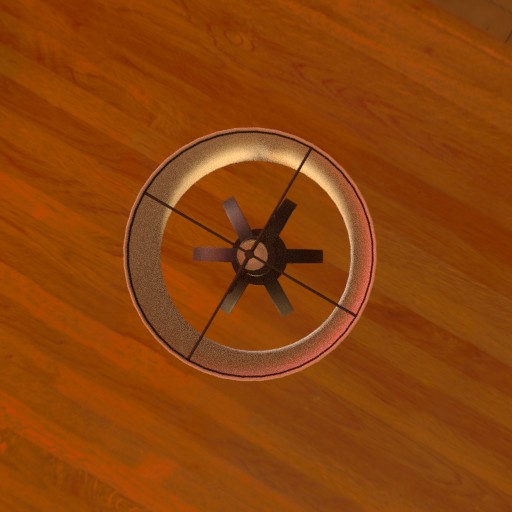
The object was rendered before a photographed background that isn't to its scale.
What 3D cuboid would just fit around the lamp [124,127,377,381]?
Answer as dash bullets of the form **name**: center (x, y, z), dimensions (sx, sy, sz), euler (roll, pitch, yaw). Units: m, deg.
- **lamp**: center (0.000, 0.000, 0.694), dimensions (0.286, 0.510, 0.286), euler (0, 90, 2)
